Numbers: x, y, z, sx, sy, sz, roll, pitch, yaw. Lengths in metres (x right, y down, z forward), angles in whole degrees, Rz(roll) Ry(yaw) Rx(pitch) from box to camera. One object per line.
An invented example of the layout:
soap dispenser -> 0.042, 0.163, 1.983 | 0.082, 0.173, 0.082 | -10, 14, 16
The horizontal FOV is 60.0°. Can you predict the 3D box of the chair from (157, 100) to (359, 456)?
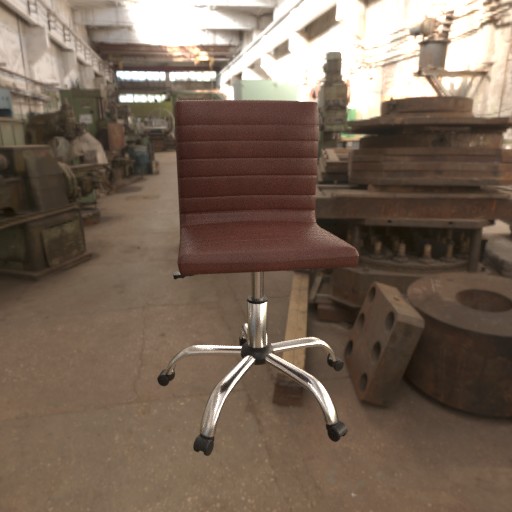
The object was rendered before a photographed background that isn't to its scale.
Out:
chair -> 0.000, 0.000, 1.152 | 0.556, 0.780, 0.530 | -2, 17, -8
